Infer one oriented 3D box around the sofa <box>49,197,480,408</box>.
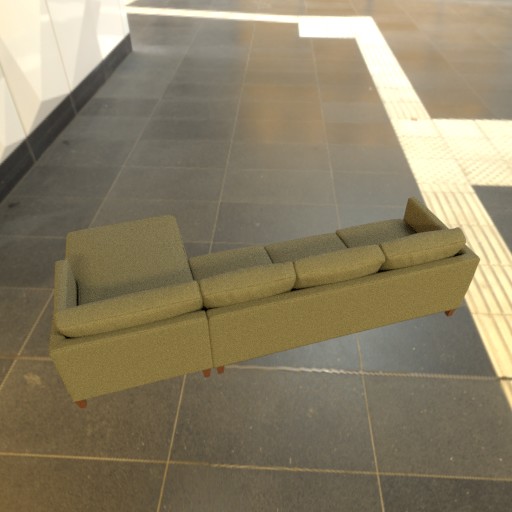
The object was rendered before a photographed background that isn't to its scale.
[{"bbox_3d":[0.000,0.000,3.837,3.186,0.861,1.625,-11,42,-13],"label":"sofa"}]
